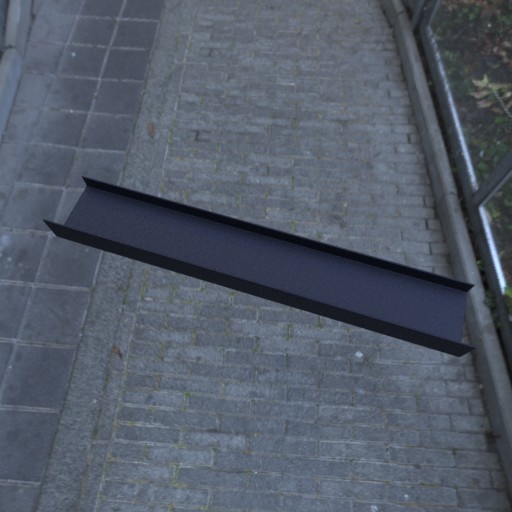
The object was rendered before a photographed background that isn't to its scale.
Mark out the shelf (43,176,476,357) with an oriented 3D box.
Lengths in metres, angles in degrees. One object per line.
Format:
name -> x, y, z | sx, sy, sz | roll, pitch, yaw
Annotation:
shelf -> 0.000, 0.000, 0.634 | 0.605, 0.053, 0.102 | 16, 65, 8
